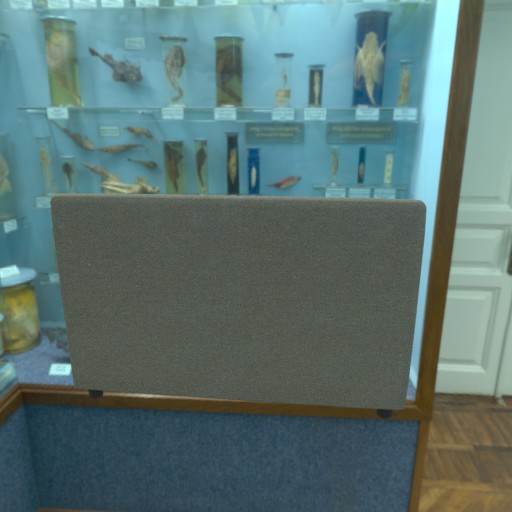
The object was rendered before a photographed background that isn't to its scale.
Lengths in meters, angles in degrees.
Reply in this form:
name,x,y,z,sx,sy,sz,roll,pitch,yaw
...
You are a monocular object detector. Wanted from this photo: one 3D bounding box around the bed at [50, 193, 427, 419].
name,x,y,z,sx,sy,sz,roll,pitch,yaw
bed,0.000,0.000,3.618,2.119,1.317,2.341,2,16,6
